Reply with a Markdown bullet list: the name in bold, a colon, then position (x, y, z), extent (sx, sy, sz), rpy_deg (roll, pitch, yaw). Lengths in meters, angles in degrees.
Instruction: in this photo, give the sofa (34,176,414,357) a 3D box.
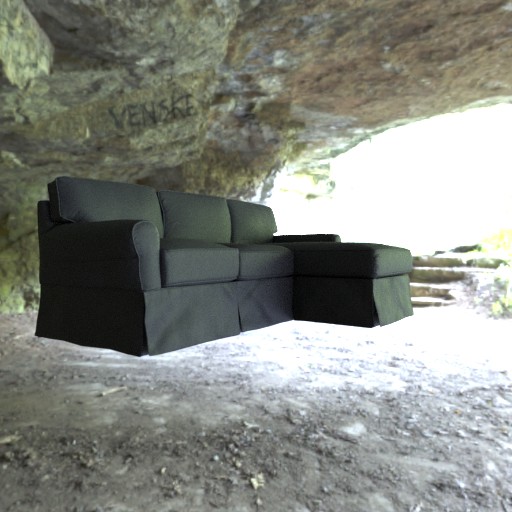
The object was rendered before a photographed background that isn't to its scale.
- **sofa**: position (0.000, 0.000, 3.301), extent (1.637, 1.039, 2.518), rpy_deg (0, 1, 36)
